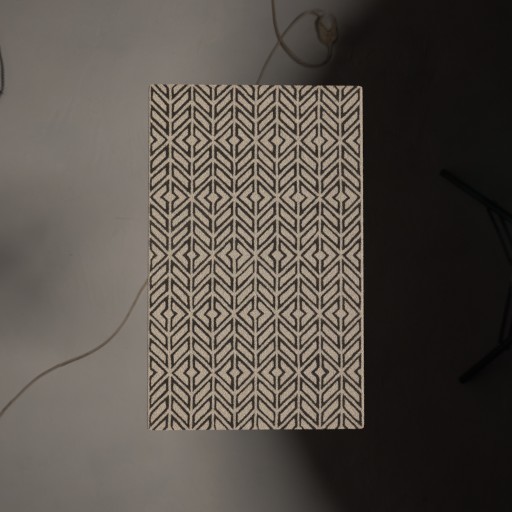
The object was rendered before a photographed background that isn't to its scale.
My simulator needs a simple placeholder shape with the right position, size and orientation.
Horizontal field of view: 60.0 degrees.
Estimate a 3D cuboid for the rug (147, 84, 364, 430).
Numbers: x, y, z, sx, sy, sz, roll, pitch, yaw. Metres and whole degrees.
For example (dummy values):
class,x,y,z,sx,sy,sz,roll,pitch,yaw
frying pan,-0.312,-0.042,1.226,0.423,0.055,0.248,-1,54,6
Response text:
class,x,y,z,sx,sy,sz,roll,pitch,yaw
rug,0.000,0.000,3.140,1.523,0.008,2.438,0,89,-1
